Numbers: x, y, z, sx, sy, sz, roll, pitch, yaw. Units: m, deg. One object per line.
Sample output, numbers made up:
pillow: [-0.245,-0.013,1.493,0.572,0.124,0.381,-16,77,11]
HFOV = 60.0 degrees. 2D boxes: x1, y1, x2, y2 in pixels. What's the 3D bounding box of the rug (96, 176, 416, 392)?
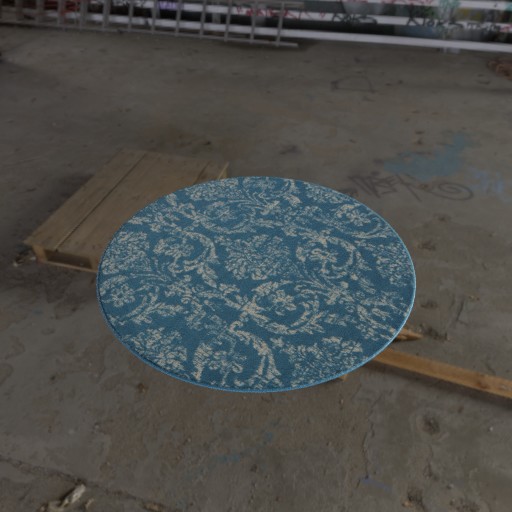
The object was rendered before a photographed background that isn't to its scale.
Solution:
rug: [0.000,0.000,2.292,1.593,0.012,1.593,0,41,0]
